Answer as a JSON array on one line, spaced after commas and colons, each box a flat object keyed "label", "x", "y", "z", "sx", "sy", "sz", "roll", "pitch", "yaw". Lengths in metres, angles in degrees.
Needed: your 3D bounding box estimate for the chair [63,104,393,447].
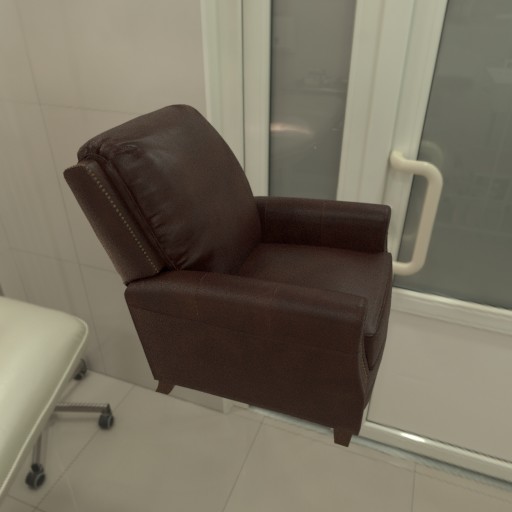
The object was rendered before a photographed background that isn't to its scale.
[{"label": "chair", "x": 0.000, "y": 0.000, "z": 1.760, "sx": 1.089, "sy": 1.022, "sz": 0.826, "roll": 11, "pitch": 33, "yaw": 18}]
